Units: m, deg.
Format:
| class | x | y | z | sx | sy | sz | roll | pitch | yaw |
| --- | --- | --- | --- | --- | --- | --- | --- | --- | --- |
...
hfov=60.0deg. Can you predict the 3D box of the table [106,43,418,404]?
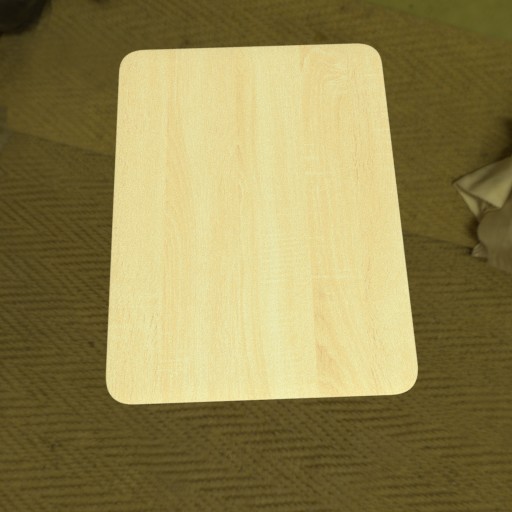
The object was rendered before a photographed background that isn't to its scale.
| class | x | y | z | sx | sy | sz | roll | pitch | yaw |
| --- | --- | --- | --- | --- | --- | --- | --- | --- | --- |
| table | 0.000 | 0.000 | 0.841 | 0.370 | 0.550 | 0.480 | -2 | 76 | 0 |
